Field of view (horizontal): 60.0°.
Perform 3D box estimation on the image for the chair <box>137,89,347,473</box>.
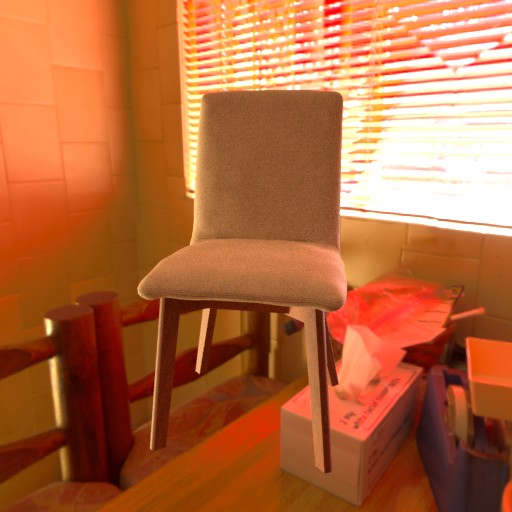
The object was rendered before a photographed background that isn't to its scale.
[{"bbox_3d":[0.000,0.000,1.295,0.522,0.974,0.563,3,14,10],"label":"chair"}]
